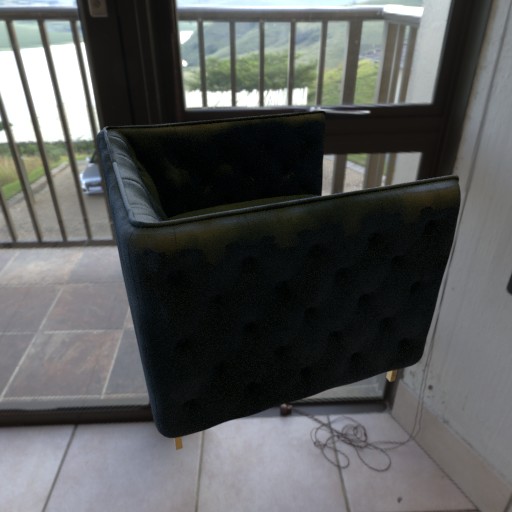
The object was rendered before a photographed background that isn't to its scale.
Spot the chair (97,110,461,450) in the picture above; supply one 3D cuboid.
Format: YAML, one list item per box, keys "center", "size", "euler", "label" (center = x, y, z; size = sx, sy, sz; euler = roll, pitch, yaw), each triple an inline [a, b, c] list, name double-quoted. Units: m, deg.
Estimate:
- center: [0.000, 0.000, 1.515]
  size: [0.877, 0.771, 0.868]
  euler: [-11, 33, -17]
  label: "chair"
